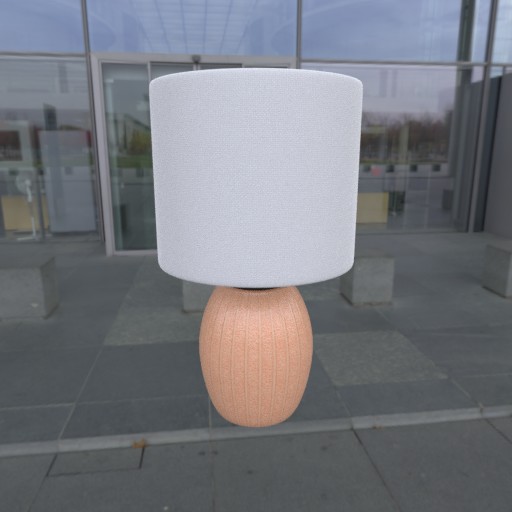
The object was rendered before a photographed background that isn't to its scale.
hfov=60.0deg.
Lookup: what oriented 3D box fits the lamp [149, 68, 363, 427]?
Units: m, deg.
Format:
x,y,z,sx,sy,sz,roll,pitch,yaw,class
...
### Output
x,y,z,sx,sy,sz,roll,pitch,yaw,class
0.000,0.000,0.762,0.329,0.570,0.329,0,13,0,lamp
